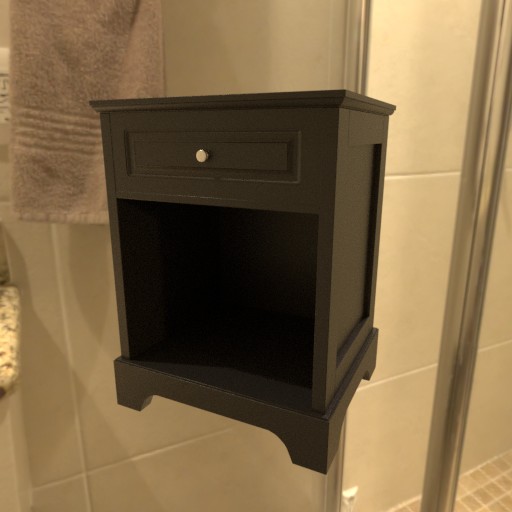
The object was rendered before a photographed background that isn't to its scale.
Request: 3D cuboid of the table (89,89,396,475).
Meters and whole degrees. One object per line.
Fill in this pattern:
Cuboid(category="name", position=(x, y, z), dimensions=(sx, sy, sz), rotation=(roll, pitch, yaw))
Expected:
Cuboid(category="table", position=(0.000, 0.000, 0.934), dimensions=(0.460, 0.610, 0.399), rotation=(7, 17, 25))
